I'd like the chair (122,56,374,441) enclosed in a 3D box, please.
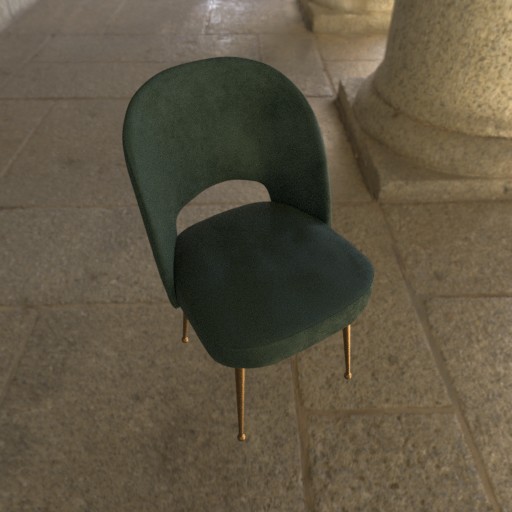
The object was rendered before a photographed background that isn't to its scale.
[{"bbox_3d":[0.000,0.000,1.208,0.527,0.860,0.577,-22,48,-22],"label":"chair"}]
